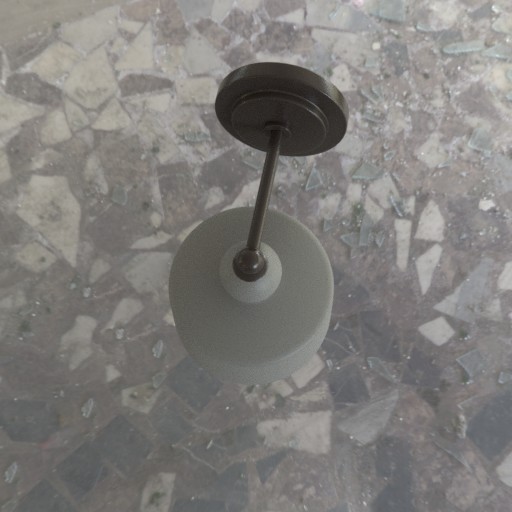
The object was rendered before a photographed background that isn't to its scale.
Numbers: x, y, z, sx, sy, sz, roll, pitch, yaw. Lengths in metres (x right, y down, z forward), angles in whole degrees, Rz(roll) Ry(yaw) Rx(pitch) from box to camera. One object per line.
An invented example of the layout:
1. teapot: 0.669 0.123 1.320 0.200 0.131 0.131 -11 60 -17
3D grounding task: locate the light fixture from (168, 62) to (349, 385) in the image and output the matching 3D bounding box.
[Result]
1. light fixture: 0.000 0.000 0.454 0.204 0.268 0.254 11 74 3
